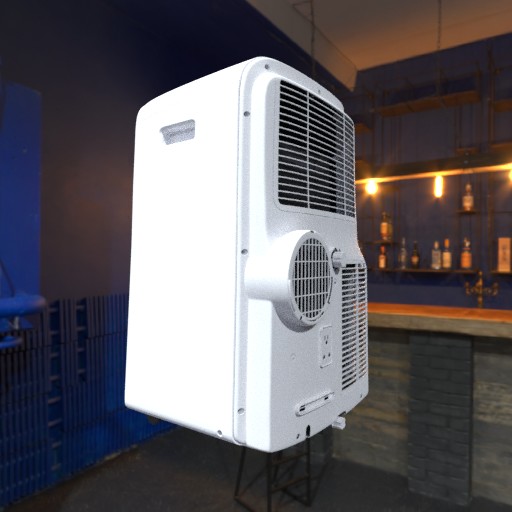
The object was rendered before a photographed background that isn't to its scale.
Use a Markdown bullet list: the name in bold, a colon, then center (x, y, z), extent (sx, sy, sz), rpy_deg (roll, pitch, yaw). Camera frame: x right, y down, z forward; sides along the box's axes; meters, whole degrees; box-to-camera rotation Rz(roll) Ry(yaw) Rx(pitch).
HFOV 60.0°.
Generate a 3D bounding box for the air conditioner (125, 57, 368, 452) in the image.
- **air conditioner**: center (0.000, 0.000, 1.070), extent (0.467, 0.765, 0.478), rpy_deg (0, 0, 35)
